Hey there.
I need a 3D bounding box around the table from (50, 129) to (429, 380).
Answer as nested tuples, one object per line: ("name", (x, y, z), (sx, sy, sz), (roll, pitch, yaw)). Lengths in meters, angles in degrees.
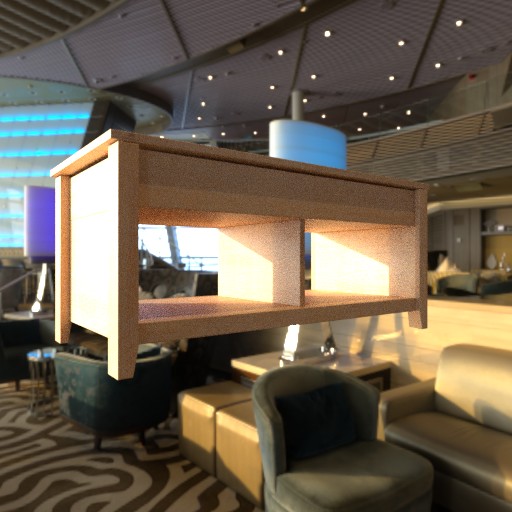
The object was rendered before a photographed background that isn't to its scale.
("table", (0.000, 0.000, 1.298), (1.016, 0.457, 0.483), (0, 0, -37))
